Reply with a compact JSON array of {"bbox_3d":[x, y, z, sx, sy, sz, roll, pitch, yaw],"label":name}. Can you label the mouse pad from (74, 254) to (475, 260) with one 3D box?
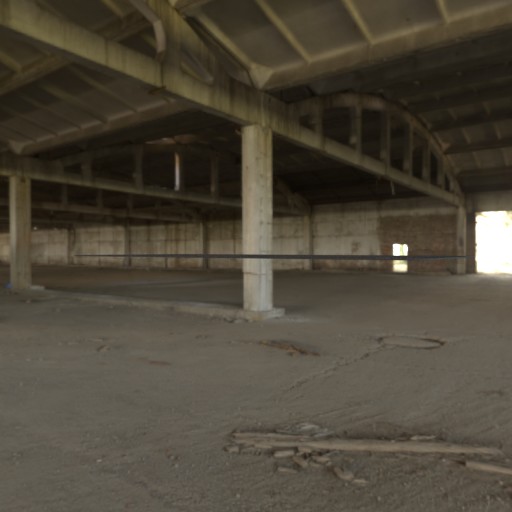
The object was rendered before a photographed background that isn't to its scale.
[{"bbox_3d":[0.000,0.000,1.076,0.907,0.003,0.424,1,1,36],"label":"mouse pad"}]
